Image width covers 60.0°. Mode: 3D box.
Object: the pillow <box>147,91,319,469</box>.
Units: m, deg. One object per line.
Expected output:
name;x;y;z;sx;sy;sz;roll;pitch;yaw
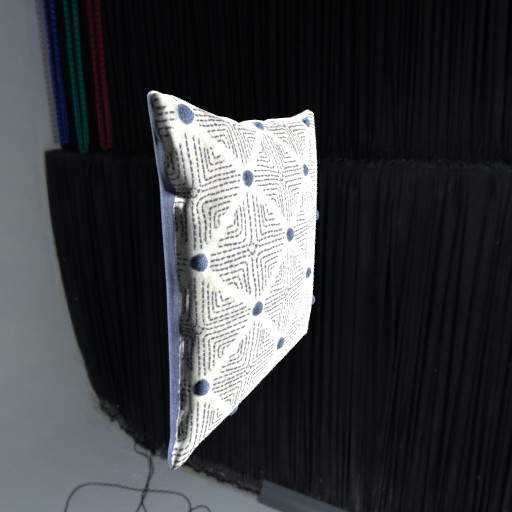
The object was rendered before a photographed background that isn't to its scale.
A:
pillow;0.000;0.000;0.780;0.145;0.510;0.510;8;17;27
